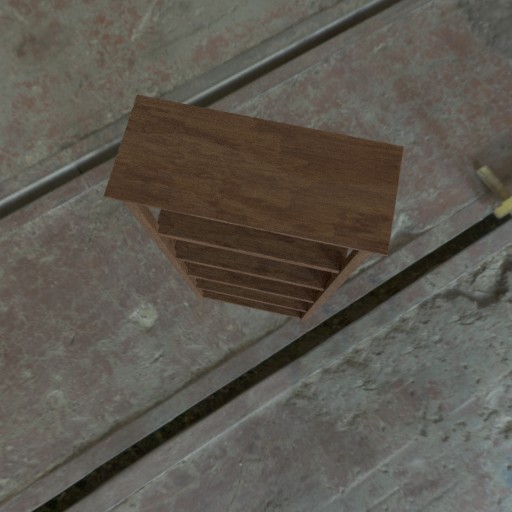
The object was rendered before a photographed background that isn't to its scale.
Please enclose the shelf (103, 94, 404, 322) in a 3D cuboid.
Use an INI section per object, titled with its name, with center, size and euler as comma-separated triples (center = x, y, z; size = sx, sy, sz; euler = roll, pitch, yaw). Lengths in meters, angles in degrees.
[shelf]
center = 0.000, 0.000, 2.183
size = 0.805, 1.905, 0.335
euler = 12, 76, 3
